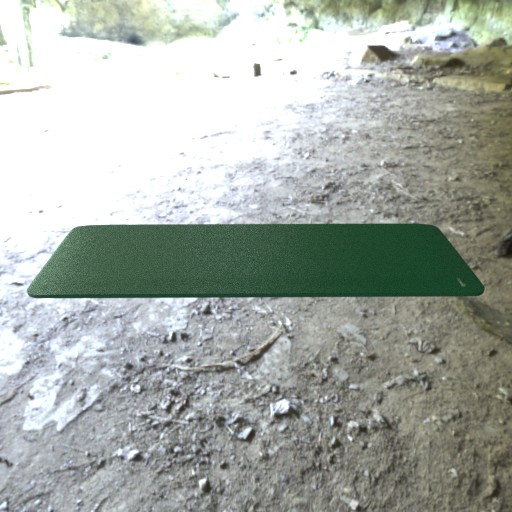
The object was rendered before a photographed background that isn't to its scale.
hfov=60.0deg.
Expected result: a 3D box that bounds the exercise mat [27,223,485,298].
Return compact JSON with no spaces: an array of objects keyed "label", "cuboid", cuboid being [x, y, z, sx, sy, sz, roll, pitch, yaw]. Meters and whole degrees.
[{"label":"exercise mat","cuboid":[0.000,0.000,2.022,1.869,0.021,0.616,0,31,0]}]
